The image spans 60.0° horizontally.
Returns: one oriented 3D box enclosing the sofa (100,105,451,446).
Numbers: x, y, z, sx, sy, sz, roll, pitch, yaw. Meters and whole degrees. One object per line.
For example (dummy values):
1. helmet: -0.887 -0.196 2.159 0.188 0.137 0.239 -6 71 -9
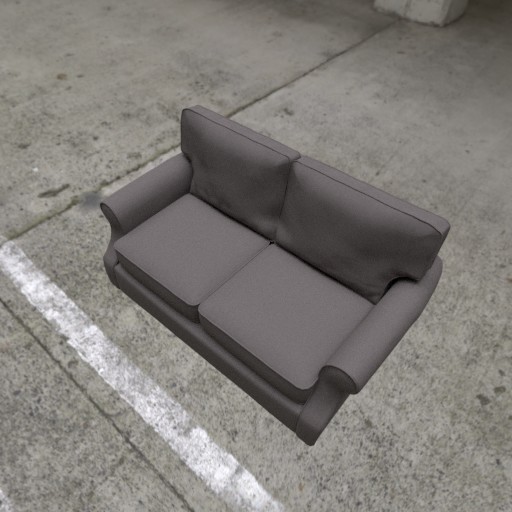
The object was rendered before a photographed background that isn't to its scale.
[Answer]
1. sofa: 0.000 0.000 2.304 1.665 0.937 0.964 32 55 26
